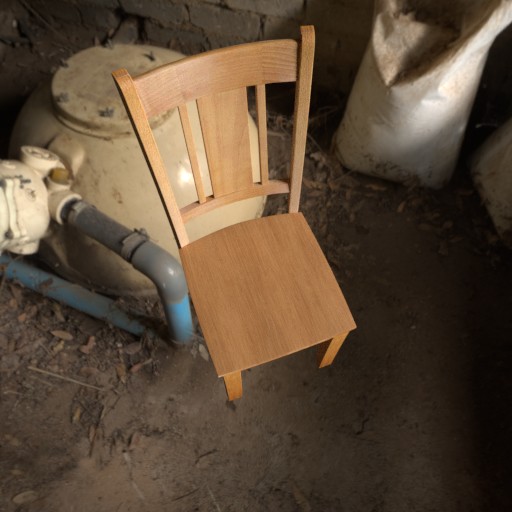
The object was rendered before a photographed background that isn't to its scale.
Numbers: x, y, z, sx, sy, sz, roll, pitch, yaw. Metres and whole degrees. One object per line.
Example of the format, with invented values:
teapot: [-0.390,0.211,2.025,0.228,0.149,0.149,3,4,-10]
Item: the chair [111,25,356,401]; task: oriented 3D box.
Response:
chair: [0.000,0.000,1.274,0.450,0.998,0.556,-18,64,-9]
